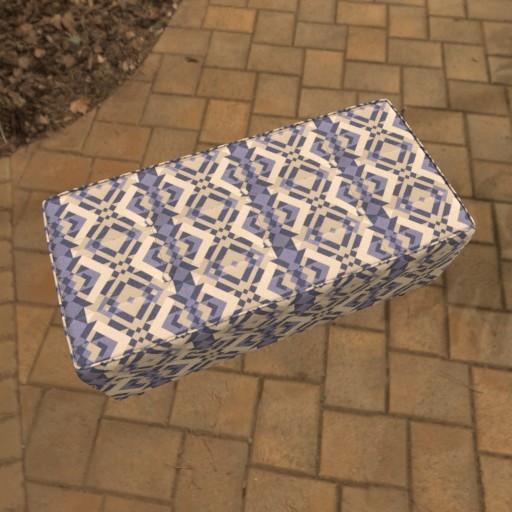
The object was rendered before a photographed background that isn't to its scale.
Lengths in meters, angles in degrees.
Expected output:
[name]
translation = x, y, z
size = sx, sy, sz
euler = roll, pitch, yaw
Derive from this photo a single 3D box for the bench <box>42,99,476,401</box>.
[bench]
translation = 0.000, 0.000, 1.308
size = 1.016, 0.477, 0.492
euler = -19, 65, -9
